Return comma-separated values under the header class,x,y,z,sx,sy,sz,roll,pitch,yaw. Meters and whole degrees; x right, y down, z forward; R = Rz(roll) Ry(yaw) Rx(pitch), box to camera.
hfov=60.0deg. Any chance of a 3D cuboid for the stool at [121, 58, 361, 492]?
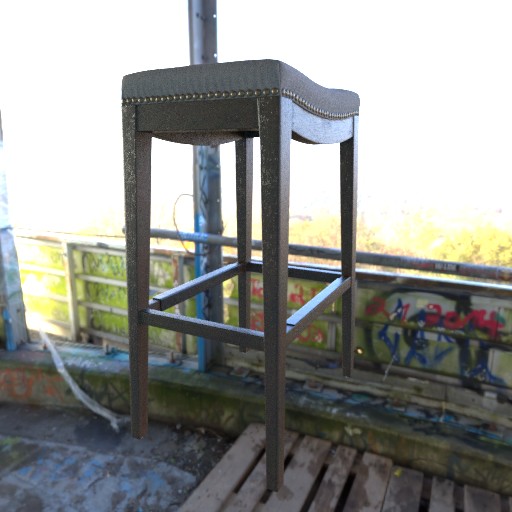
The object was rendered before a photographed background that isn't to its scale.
class,x,y,z,sx,sy,sz,roll,pitch,yaw
stool,0.000,0.000,1.028,0.356,0.762,0.508,7,15,27
